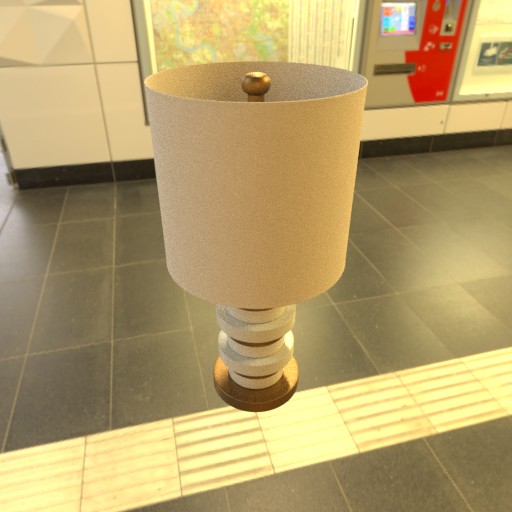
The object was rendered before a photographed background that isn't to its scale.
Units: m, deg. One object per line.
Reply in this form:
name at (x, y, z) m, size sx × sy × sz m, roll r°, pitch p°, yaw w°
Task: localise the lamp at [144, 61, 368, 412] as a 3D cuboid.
lamp at (0.000, 0.000, 0.529) m, size 0.210 × 0.410 × 0.210 m, roll -20°, pitch 37°, yaw -29°
